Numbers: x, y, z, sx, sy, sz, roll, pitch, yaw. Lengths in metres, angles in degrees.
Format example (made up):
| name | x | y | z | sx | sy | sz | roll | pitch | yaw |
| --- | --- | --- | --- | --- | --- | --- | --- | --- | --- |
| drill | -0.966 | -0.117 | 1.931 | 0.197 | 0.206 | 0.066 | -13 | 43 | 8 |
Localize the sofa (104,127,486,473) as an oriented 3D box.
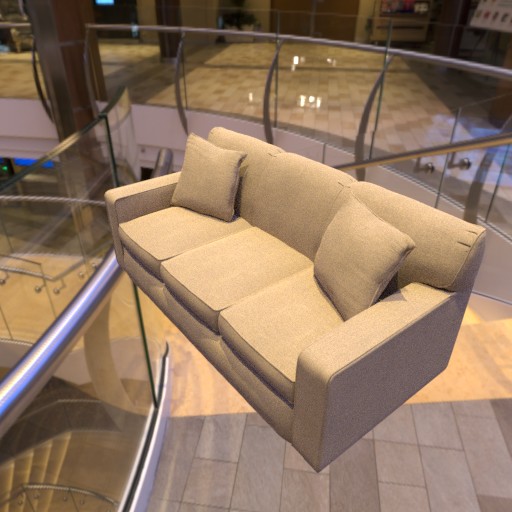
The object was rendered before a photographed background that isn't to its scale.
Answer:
| name | x | y | z | sx | sy | sz | roll | pitch | yaw |
| --- | --- | --- | --- | --- | --- | --- | --- | --- | --- |
| sofa | 0.000 | 0.000 | 2.507 | 0.997 | 0.958 | 2.024 | -23 | 38 | -32 |
